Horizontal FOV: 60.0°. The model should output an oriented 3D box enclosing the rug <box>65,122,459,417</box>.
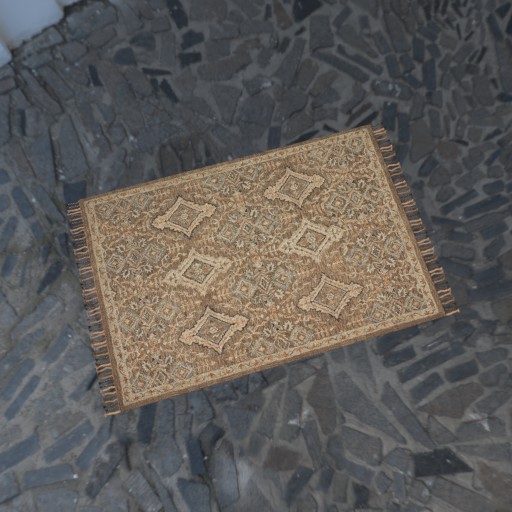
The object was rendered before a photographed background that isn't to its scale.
[{"bbox_3d":[0.000,0.000,3.101,2.434,0.010,1.516,-15,75,-4],"label":"rug"}]
